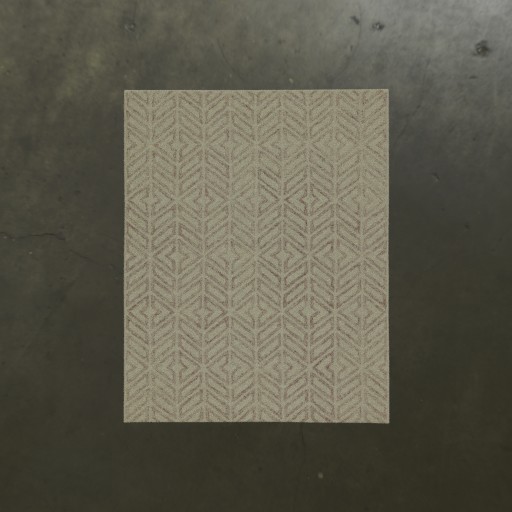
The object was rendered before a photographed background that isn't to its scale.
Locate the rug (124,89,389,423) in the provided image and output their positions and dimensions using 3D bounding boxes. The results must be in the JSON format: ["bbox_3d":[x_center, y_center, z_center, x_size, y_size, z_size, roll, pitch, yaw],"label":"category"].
[{"bbox_3d":[0.000,0.000,4.052,2.421,0.008,3.045,0,90,1],"label":"rug"}]
